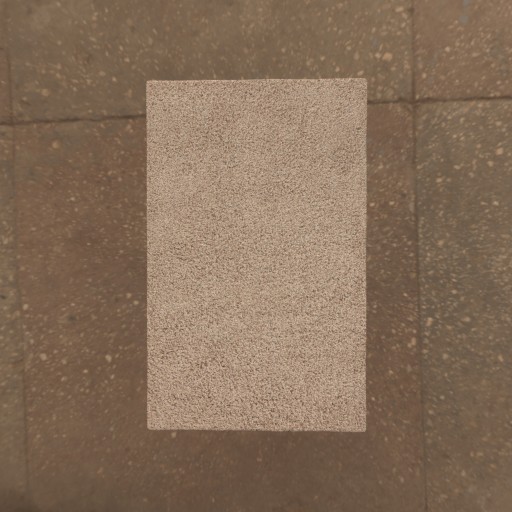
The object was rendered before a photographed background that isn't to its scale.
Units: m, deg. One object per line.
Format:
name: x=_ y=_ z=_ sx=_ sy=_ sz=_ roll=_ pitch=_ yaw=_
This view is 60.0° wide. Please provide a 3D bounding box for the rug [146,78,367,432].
rug: x=0.000 y=0.000 z=3.078 sx=1.524 sy=0.030 sz=2.438 roll=0 pitch=91 yaw=2
